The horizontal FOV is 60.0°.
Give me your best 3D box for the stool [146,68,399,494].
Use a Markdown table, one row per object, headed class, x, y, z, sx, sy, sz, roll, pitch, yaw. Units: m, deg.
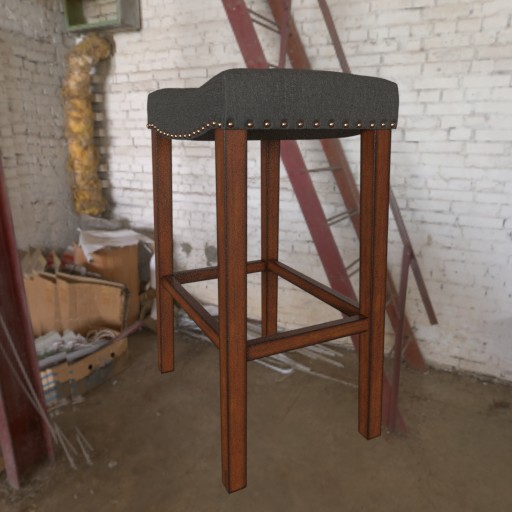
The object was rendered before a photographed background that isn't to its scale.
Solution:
| class | x | y | z | sx | sy | sz | roll | pitch | yaw |
| --- | --- | --- | --- | --- | --- | --- | --- | --- | --- |
| stool | 0.000 | 0.000 | 1.013 | 0.366 | 0.748 | 0.502 | -8 | 18 | -26 |
